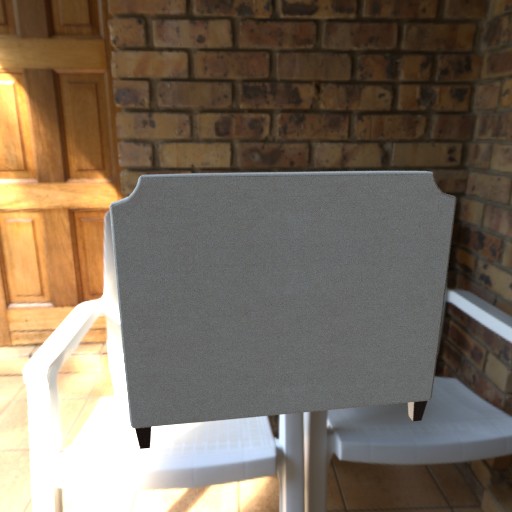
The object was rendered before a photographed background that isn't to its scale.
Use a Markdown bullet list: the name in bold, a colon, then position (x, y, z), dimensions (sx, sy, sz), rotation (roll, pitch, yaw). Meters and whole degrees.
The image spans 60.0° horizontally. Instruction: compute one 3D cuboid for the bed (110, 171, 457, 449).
- **bed**: position (0.000, 0.000, 3.421), dimensions (1.713, 1.457, 2.381), rotation (-2, 16, -8)
